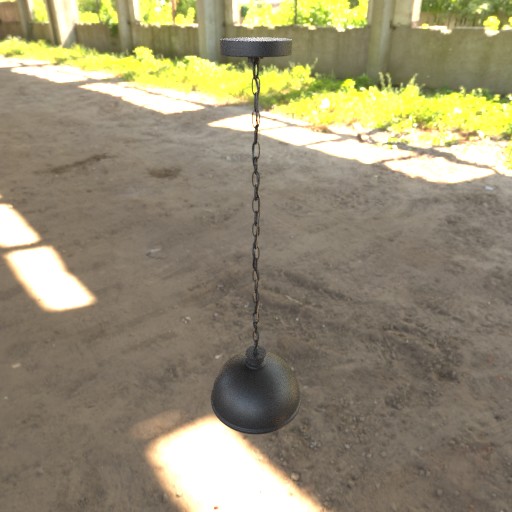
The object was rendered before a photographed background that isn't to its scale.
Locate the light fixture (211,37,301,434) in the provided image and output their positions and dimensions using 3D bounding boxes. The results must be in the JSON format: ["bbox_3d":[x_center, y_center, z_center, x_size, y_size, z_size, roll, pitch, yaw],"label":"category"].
[{"bbox_3d":[0.000,0.000,1.239,0.304,1.090,0.304,7,29,13],"label":"light fixture"}]
